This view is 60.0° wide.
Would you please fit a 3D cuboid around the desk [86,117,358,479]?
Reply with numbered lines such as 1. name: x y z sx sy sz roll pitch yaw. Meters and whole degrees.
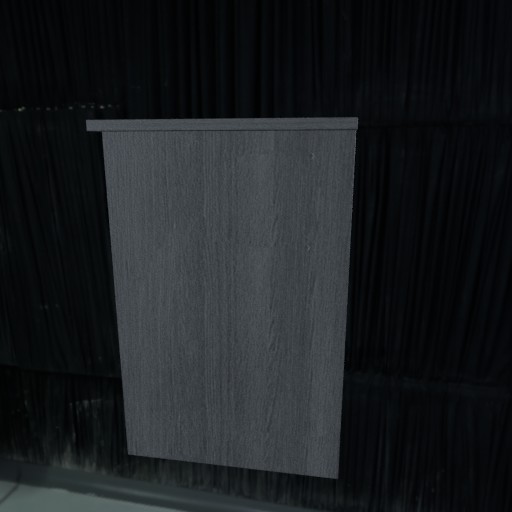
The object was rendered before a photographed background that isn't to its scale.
1. desk: 0.000 0.000 1.305 0.498 0.724 0.893 2 14 9
